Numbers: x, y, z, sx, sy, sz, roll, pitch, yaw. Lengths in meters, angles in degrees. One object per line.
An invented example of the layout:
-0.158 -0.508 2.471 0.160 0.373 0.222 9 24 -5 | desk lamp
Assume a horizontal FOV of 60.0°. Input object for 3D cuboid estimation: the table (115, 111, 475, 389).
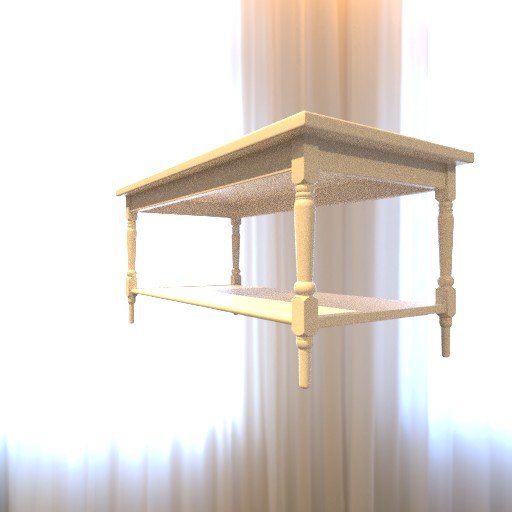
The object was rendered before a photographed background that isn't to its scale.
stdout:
0.000 0.000 1.390 0.550 0.510 1.107 0 0 -34 | table
